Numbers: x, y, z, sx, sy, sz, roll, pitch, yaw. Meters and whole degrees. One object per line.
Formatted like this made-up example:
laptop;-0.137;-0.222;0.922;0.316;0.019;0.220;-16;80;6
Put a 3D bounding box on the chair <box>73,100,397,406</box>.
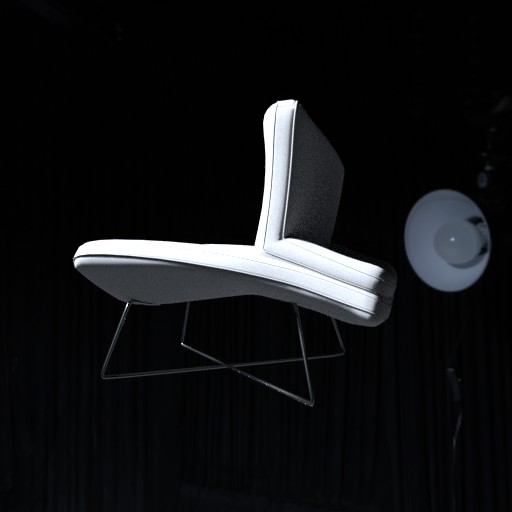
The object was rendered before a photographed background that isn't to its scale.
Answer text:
chair;0.000;0.000;1.664;1.008;0.855;0.859;0;0;18
